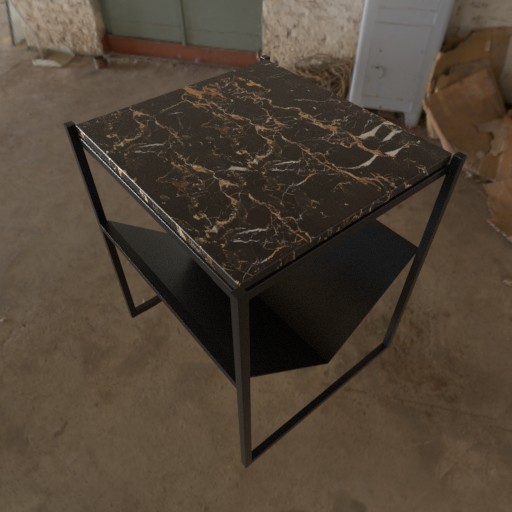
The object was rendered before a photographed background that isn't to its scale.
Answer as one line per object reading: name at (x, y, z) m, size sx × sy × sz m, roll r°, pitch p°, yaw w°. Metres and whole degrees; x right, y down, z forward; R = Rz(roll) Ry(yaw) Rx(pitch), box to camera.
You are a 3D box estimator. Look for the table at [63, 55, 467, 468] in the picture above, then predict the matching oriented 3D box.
table at (0.000, 0.000, 0.885) m, size 0.432 × 0.534 × 0.469 m, roll -31°, pitch 54°, yaw -26°
